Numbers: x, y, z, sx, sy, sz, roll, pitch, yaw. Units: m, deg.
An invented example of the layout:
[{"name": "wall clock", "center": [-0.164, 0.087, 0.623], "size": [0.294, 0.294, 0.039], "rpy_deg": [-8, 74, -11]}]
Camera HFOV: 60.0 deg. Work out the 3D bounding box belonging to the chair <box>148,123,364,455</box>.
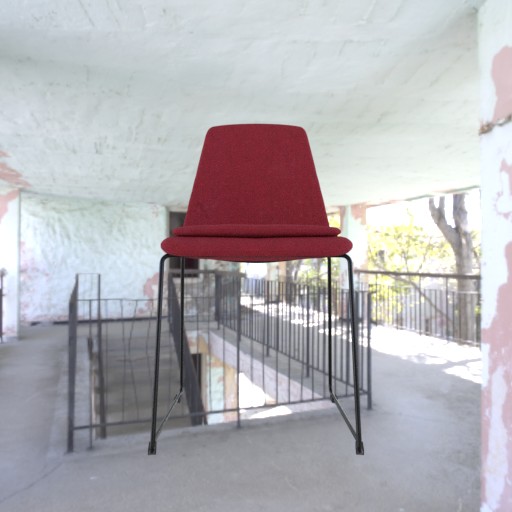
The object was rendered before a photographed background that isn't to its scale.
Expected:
[{"name": "chair", "center": [0.000, 0.000, 1.181], "size": [0.479, 0.858, 0.518], "rpy_deg": [0, -1, 0]}]
